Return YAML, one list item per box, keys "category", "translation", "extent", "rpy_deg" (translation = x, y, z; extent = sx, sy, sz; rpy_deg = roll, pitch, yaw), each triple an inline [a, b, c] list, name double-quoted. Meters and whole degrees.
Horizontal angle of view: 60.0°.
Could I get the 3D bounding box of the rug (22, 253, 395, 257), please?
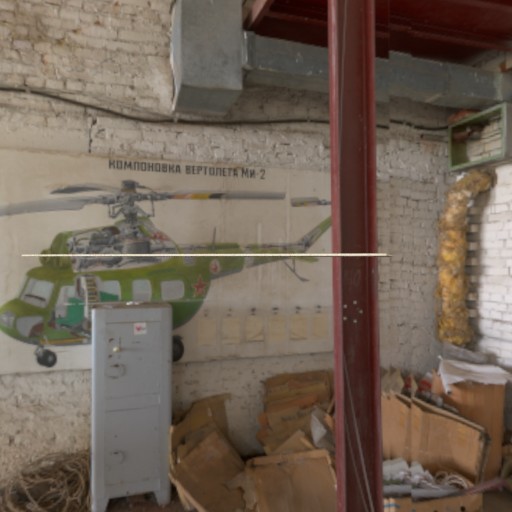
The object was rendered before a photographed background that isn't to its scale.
- category: "rug"
  translation: [0.000, 0.000, 3.523]
  extent: [2.073, 0.011, 2.584]
  rpy_deg: [0, 0, 18]
